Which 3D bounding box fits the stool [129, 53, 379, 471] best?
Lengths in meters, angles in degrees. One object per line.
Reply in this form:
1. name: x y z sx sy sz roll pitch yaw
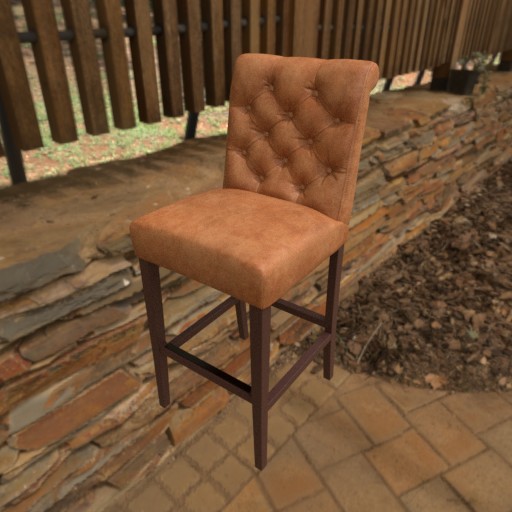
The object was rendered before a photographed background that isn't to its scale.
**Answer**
1. stool: 0.000 0.000 1.425 0.493 1.140 0.601 19 34 31
